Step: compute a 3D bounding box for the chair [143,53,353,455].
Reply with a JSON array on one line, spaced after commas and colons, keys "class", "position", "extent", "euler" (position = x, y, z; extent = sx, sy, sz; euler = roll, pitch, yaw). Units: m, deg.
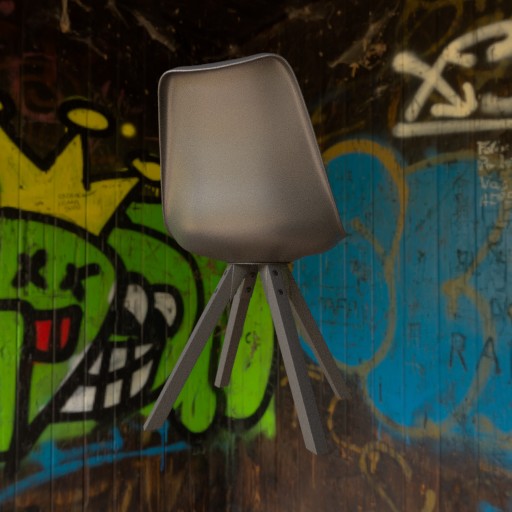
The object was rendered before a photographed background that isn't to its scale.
[{"class": "chair", "position": [0.000, 0.000, 1.196], "extent": [0.485, 0.850, 0.530], "euler": [-1, -2, 19]}]
